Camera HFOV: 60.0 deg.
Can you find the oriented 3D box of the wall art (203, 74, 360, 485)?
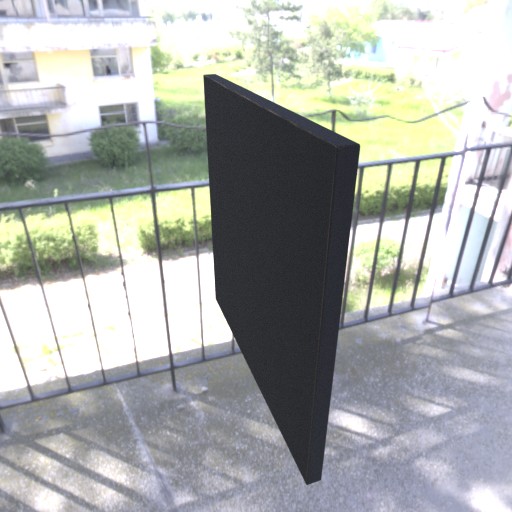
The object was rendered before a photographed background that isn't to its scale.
[{"bbox_3d":[0.000,0.000,0.445,0.015,0.303,0.304,-10,31,-17],"label":"wall art"}]
